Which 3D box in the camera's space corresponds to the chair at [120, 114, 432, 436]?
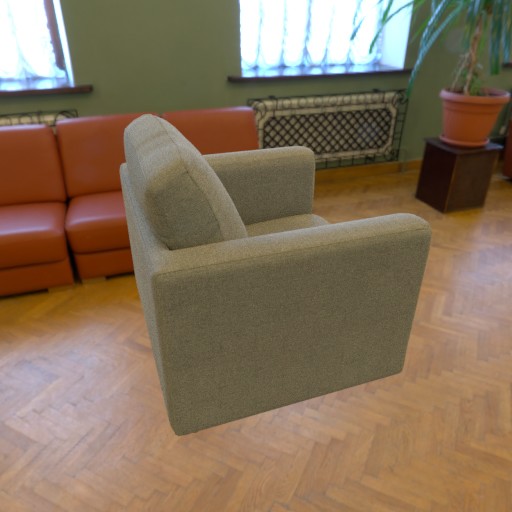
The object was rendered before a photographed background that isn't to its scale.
[{"bbox_3d":[0.000,0.000,1.555,0.800,0.927,0.855,-10,31,-17],"label":"chair"}]
